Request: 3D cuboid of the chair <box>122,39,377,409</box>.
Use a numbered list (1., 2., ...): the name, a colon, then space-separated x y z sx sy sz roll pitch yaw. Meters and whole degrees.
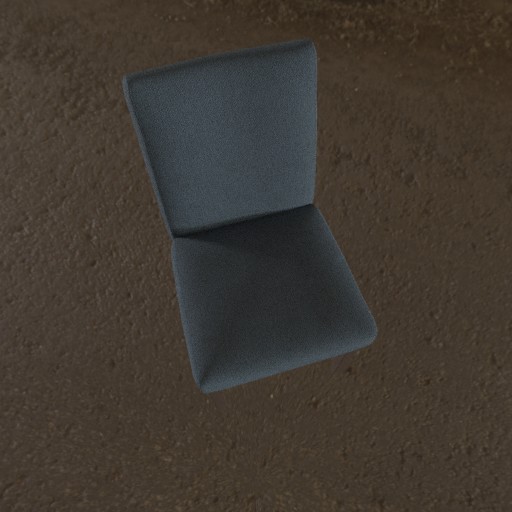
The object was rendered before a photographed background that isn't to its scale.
1. chair: 0.000 0.000 1.238 0.487 0.882 0.629 -15 64 -7
